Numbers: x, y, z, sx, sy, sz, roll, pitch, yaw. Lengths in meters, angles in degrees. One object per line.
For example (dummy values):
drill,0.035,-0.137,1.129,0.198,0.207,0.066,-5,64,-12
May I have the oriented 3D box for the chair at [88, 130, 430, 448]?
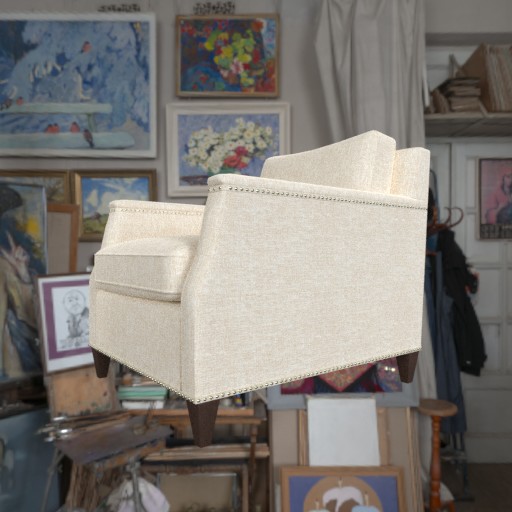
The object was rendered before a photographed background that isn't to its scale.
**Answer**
chair,0.000,0.000,1.700,1.041,0.940,0.838,0,1,-38
